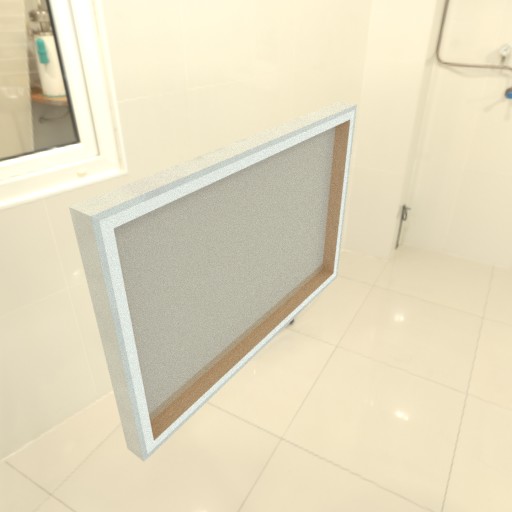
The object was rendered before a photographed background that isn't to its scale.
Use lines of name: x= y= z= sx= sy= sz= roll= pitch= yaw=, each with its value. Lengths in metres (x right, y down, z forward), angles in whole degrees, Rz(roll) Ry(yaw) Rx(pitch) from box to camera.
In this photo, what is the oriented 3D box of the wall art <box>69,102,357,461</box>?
wall art: x=0.000 y=0.000 z=0.772 sx=0.038 sy=0.407 sz=0.609 roll=21 pitch=37 yaw=31
